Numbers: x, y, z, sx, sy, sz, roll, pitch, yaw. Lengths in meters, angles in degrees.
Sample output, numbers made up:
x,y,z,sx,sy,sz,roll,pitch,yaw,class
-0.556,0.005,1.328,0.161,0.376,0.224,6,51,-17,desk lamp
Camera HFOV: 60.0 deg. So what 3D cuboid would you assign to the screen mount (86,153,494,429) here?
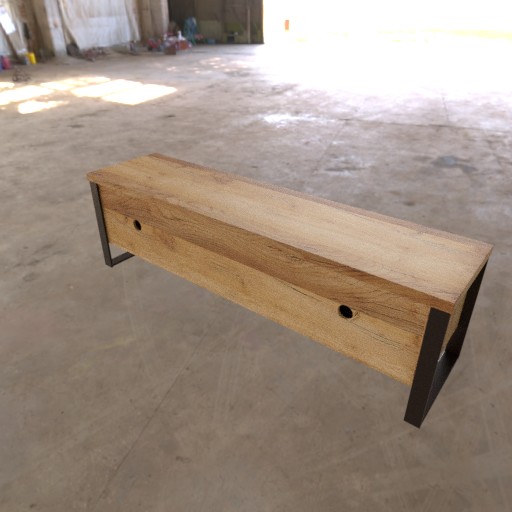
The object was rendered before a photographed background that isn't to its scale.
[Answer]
x,y,z,sx,sy,sz,roll,pitch,yaw,class
0.000,0.000,1.721,1.524,0.450,0.395,21,36,32,screen mount
